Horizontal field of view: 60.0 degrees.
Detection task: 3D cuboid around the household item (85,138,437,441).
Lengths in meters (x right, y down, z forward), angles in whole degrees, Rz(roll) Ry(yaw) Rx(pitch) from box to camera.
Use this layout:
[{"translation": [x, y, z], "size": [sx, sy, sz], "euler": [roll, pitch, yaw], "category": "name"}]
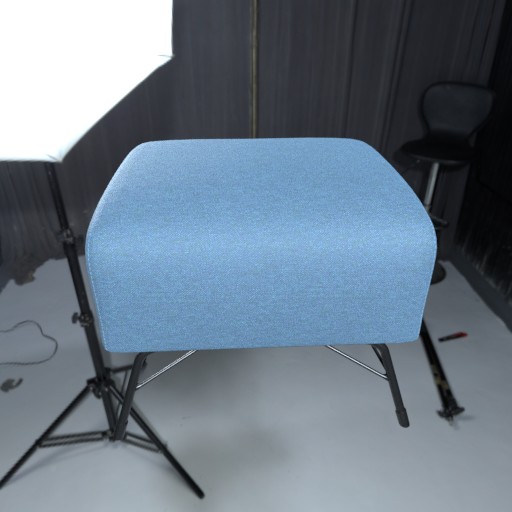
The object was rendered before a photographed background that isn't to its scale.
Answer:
[{"translation": [0.000, 0.000, 0.905], "size": [0.530, 0.420, 0.530], "euler": [-2, 30, -3], "category": "household item"}]
